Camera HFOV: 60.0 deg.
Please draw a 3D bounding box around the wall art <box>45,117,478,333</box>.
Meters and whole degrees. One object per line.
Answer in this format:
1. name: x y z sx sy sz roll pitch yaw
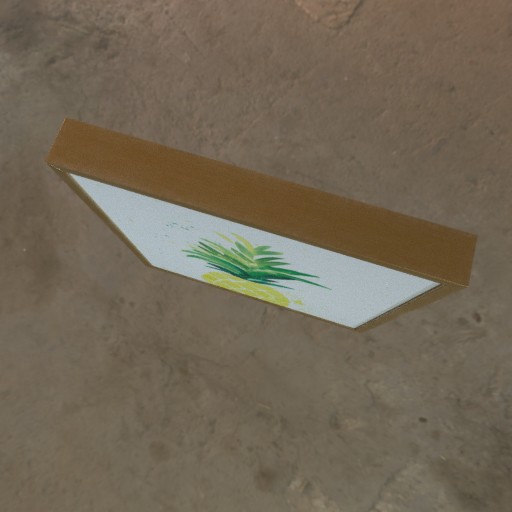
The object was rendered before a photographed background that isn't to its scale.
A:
1. wall art: 0.000 0.000 0.456 0.306 0.305 0.038 17 75 5
